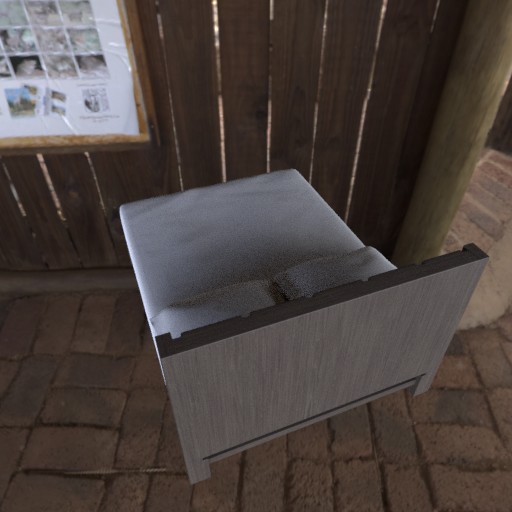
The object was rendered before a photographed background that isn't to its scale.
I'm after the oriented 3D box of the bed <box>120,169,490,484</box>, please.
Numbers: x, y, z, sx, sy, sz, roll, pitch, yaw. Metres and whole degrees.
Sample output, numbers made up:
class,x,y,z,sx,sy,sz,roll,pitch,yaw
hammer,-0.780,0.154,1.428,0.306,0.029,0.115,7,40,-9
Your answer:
class,x,y,z,sx,sy,sz,roll,pitch,yaw
bed,0.000,0.000,3.262,1.727,1.270,2.242,-15,44,-16
